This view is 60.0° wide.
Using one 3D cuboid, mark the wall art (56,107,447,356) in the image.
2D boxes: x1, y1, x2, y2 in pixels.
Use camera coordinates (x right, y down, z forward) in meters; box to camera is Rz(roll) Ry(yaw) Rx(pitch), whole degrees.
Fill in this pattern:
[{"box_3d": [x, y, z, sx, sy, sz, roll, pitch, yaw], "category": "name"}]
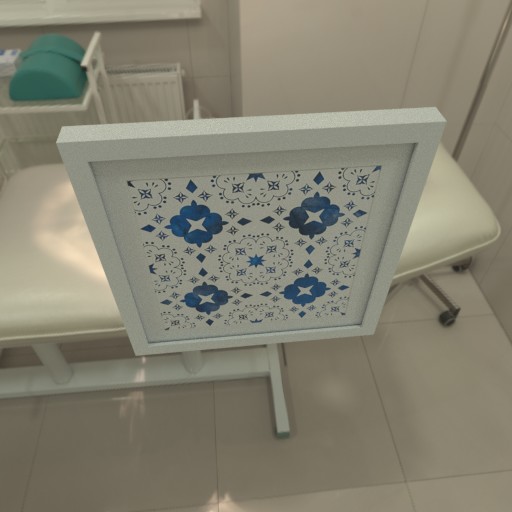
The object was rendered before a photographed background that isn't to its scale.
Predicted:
[{"box_3d": [0.000, 0.000, 0.538, 0.355, 0.355, 0.027, -4, 47, -4], "category": "wall art"}]
